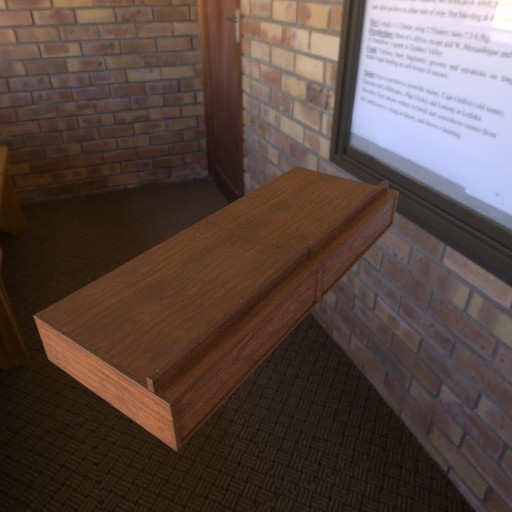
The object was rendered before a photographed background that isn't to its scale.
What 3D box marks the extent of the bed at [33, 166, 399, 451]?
[{"bbox_3d":[0.000,0.000,2.374,0.787,0.326,2.057,21,37,29],"label":"bed"}]
